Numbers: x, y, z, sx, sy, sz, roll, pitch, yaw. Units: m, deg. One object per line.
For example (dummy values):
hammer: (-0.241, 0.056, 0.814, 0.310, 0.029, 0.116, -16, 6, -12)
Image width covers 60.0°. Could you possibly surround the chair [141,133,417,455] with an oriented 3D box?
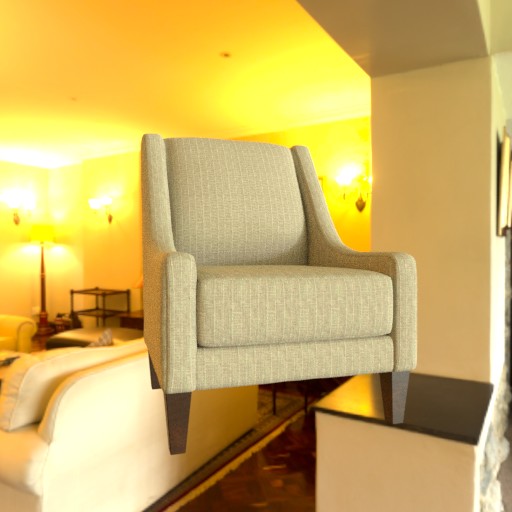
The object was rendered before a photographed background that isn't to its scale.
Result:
chair: (0.000, 0.000, 1.596, 0.774, 1.014, 0.870, 0, 1, -18)
